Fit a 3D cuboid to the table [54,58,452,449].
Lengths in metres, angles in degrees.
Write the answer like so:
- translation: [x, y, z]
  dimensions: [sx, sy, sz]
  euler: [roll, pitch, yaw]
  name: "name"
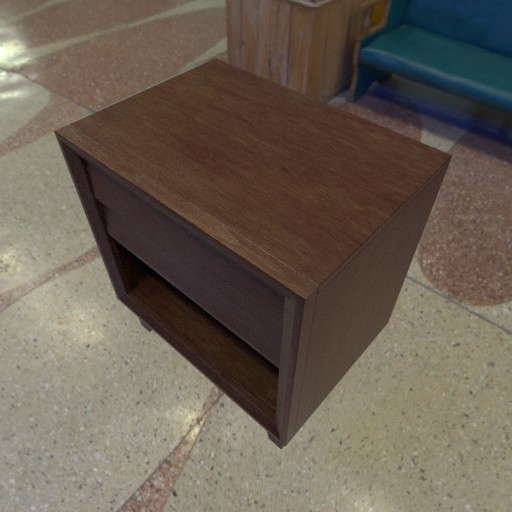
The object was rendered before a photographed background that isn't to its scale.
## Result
- translation: [0.000, 0.000, 0.993]
  dimensions: [0.557, 0.609, 0.449]
  euler: [33, 55, 27]
  name: "table"
